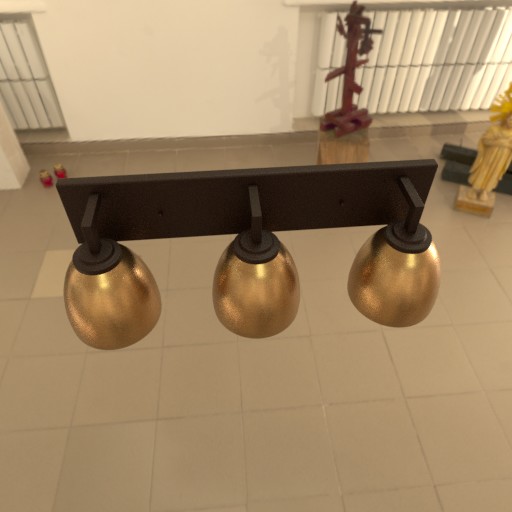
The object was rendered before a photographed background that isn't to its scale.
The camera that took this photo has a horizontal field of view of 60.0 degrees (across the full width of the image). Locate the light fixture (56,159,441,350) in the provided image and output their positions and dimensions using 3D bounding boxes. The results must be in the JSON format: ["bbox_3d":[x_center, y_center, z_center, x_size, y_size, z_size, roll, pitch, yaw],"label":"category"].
[{"bbox_3d":[0.000,0.000,0.654,0.582,0.204,0.157,-4,46,-4],"label":"light fixture"}]
